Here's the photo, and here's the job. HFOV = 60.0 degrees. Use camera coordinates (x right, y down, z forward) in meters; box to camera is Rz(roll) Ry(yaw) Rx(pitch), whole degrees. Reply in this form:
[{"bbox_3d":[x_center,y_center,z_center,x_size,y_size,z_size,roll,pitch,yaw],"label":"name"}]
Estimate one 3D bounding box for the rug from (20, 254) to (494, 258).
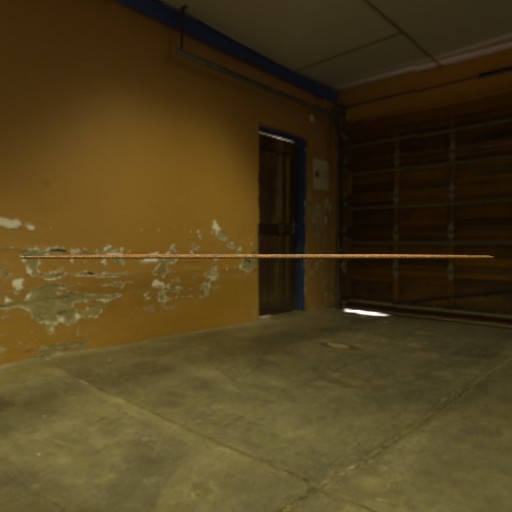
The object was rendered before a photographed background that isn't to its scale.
[{"bbox_3d":[0.000,0.000,3.738,2.916,0.019,2.043,0,0,-1],"label":"rug"}]
